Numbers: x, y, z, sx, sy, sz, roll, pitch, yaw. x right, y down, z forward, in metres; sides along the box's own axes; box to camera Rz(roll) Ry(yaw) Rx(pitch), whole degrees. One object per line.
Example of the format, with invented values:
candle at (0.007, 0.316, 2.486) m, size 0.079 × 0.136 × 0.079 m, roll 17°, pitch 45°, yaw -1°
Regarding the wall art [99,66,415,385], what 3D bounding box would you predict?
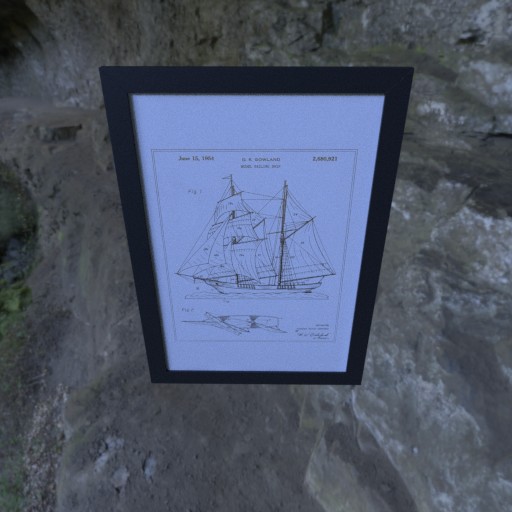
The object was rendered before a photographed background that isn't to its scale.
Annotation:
wall art at (0.000, 0.000, 0.674) m, size 0.381 × 0.534 × 0.013 m, roll 0°, pitch 31°, yaw 1°
